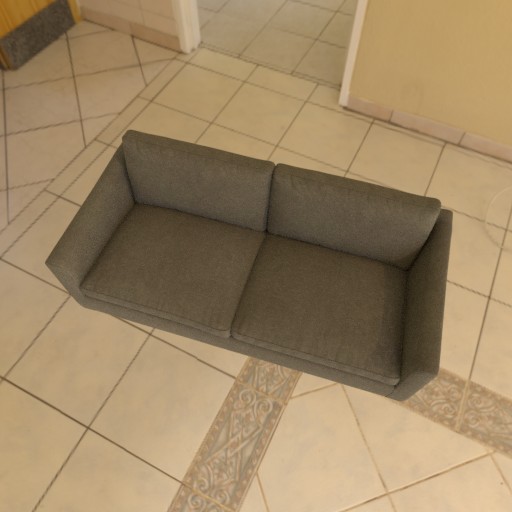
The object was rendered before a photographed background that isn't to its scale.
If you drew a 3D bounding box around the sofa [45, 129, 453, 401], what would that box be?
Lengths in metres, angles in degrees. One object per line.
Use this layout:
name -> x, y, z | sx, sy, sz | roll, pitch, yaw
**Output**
sofa -> 0.000, 0.000, 2.832 | 2.257, 0.838, 1.092 | 15, 59, 9
